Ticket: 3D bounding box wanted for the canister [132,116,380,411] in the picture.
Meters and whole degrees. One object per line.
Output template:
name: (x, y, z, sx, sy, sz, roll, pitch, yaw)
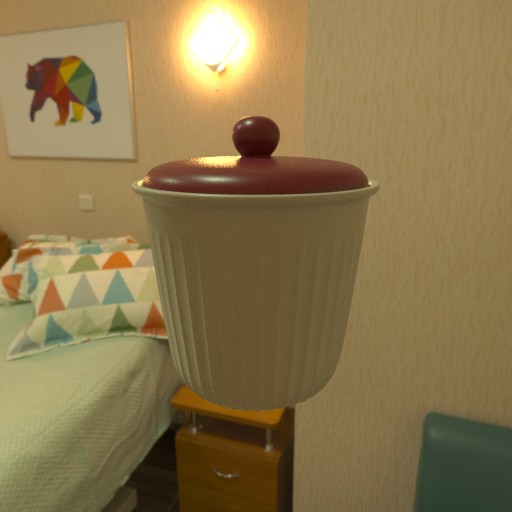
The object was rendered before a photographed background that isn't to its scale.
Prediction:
canister: (0.000, 0.000, 0.349, 0.181, 0.211, 0.181, 0, 15, 0)
